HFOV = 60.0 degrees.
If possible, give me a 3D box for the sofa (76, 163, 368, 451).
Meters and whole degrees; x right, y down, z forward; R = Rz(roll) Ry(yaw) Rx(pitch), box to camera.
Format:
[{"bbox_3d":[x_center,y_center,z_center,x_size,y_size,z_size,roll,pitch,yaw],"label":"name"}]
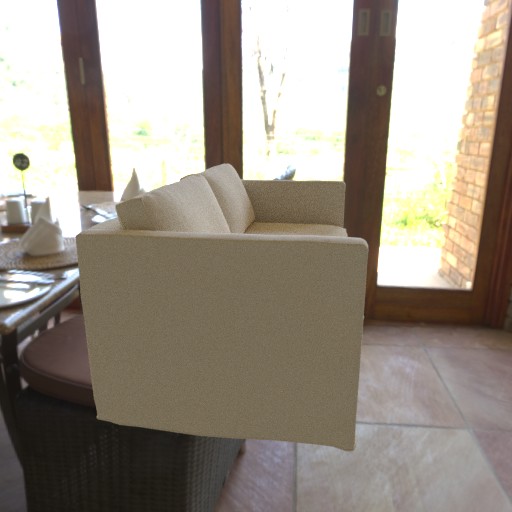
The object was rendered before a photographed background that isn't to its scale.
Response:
[{"bbox_3d":[0.000,0.000,2.258,0.962,0.834,1.746,2,16,8],"label":"sofa"}]
